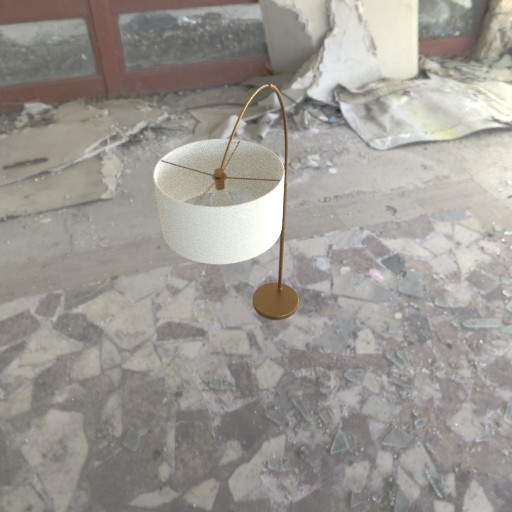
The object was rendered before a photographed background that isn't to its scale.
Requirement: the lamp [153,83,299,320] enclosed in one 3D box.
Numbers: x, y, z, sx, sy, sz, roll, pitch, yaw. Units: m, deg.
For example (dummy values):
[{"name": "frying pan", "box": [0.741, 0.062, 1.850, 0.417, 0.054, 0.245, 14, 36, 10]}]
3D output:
[{"name": "lamp", "box": [0.000, 0.000, 2.565, 0.493, 1.927, 1.434, 12, 43, 13]}]
